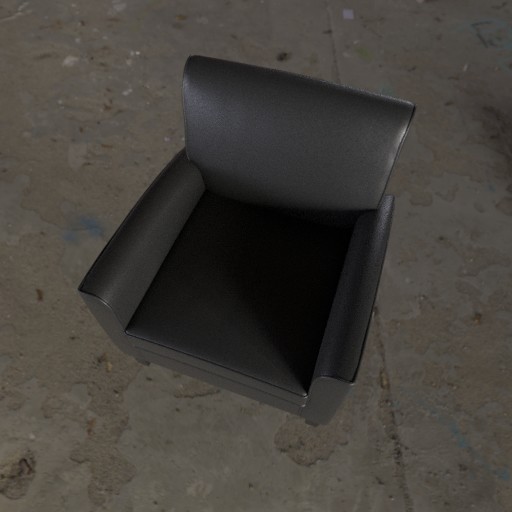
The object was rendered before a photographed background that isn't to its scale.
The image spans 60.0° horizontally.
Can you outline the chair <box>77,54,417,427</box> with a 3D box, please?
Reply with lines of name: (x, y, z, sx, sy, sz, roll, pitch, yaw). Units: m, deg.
chair: (0.000, 0.000, 1.542, 0.820, 0.916, 0.819, 17, 59, 10)
